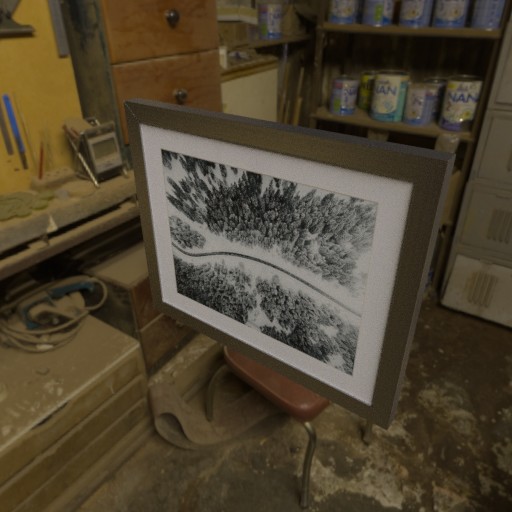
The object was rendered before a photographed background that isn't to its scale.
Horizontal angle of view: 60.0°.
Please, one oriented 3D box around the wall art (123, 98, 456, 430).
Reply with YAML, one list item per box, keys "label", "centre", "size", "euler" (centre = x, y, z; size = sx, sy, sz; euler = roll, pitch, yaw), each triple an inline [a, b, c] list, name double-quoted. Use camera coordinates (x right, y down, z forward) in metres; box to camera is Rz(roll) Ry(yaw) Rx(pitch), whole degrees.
- label: "wall art"
  centre: [0.000, 0.000, 0.765]
  size: [0.557, 0.456, 0.032]
  euler: [20, 36, 31]
